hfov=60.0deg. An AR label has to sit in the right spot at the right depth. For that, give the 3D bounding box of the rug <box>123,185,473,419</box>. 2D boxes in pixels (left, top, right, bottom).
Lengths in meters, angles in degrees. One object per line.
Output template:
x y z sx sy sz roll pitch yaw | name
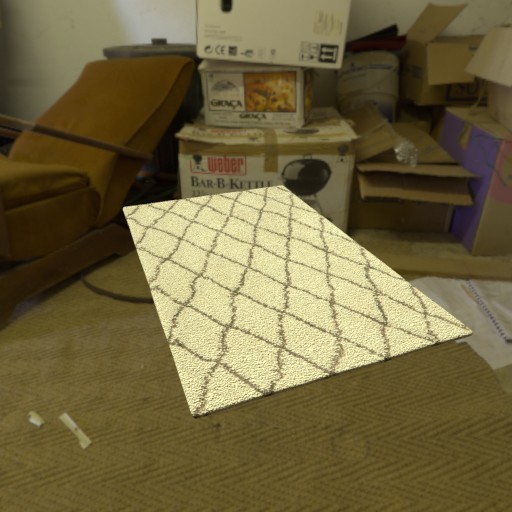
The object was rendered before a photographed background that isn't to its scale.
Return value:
0.000 0.000 3.093 1.524 0.030 2.438 -11 31 -19 | rug
